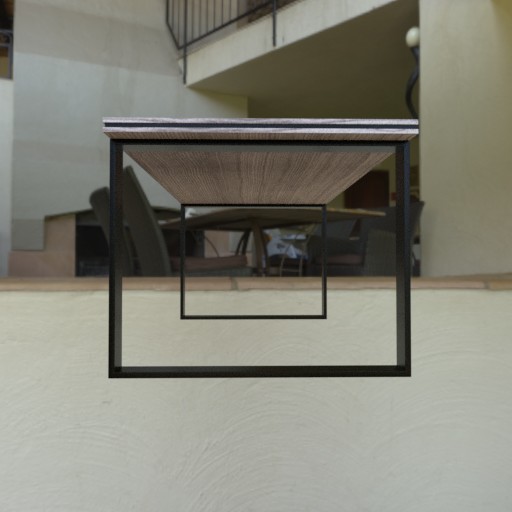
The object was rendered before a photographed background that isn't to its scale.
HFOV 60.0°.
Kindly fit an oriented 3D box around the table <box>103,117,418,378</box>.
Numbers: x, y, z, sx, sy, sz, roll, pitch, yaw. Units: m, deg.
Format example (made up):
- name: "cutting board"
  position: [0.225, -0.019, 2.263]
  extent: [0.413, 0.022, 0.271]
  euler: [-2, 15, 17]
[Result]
- name: "table"
  position: [0.000, 0.000, 2.017]
  extent: [0.881, 0.736, 1.579]
  euler: [0, -1, -1]
